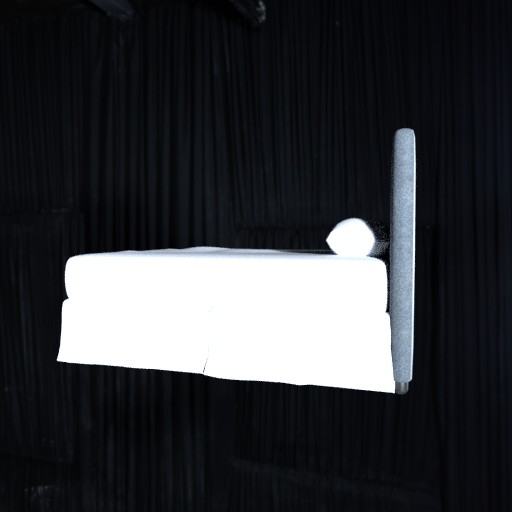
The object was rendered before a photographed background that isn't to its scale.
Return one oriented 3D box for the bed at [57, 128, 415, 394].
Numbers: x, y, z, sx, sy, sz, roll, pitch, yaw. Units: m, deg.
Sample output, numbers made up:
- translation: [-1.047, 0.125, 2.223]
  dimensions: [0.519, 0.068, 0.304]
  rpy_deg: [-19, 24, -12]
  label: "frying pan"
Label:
- translation: [0.000, 0.000, 3.237]
  dimensions: [2.142, 1.330, 1.713]
  rpy_deg: [1, 2, 18]
  label: "bed"
